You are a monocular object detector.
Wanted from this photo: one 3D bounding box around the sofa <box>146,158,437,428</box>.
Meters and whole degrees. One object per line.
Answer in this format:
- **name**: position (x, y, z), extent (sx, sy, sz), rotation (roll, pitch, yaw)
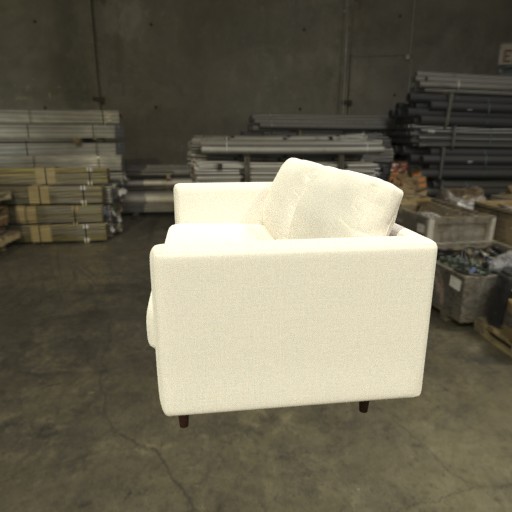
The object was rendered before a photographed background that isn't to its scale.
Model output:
- **sofa**: position (0.000, 0.000, 2.200), extent (0.940, 0.893, 1.713), rotation (-2, 15, -7)
